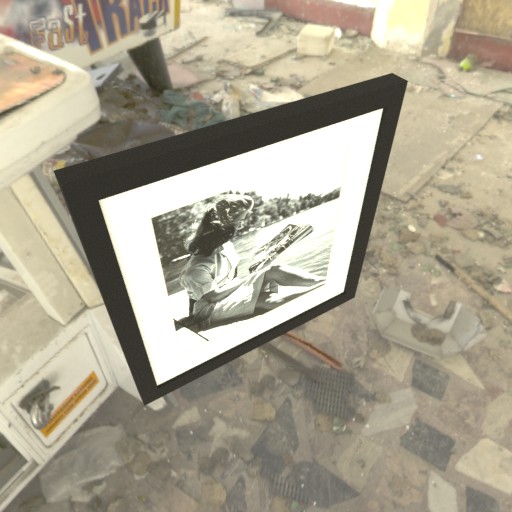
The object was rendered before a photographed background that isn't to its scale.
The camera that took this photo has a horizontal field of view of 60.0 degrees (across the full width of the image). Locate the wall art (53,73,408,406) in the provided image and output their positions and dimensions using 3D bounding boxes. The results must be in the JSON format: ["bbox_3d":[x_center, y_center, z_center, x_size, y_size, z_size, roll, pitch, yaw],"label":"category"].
[{"bbox_3d":[0.000,0.000,0.687,0.462,0.458,0.030,-23,49,-21],"label":"wall art"}]
